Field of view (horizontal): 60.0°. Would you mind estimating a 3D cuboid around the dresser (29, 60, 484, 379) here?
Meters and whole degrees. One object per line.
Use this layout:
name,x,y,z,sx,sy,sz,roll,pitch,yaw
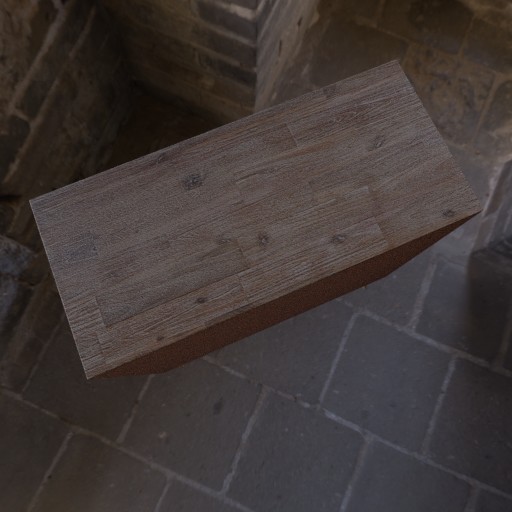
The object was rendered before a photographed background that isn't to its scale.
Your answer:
dresser,0.000,0.000,1.567,0.998,1.029,0.455,-23,77,-5
